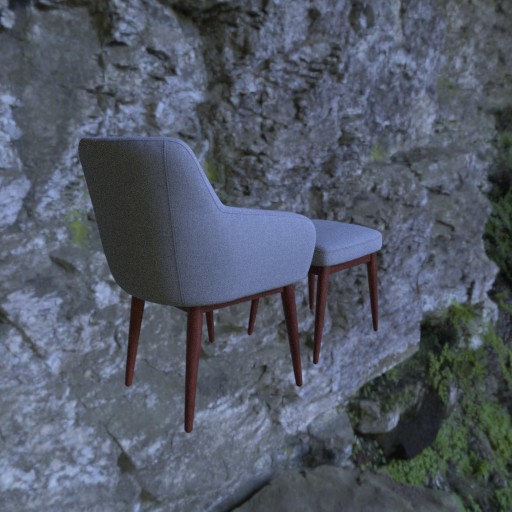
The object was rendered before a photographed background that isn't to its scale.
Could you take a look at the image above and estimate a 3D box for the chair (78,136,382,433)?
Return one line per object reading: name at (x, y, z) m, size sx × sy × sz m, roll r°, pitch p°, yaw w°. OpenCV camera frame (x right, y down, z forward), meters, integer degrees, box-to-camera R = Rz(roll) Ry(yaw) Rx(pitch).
chair at (0.000, 0.000, 1.544) m, size 1.107 × 0.799 × 0.584 m, roll -14°, pitch 20°, yaw -43°
